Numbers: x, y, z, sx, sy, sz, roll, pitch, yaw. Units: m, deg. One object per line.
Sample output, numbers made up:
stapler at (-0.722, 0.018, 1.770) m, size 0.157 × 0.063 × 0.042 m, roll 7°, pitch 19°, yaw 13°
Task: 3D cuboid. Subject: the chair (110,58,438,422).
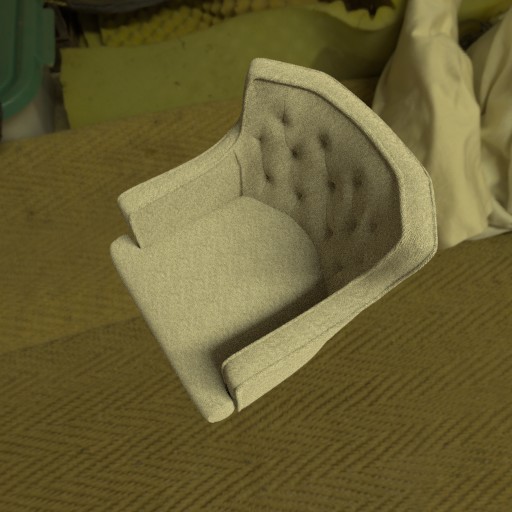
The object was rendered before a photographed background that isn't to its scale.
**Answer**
chair at (0.000, 0.000, 1.639) m, size 0.910 × 0.920 × 0.820 m, roll -31°, pitch 68°, yaw -14°
